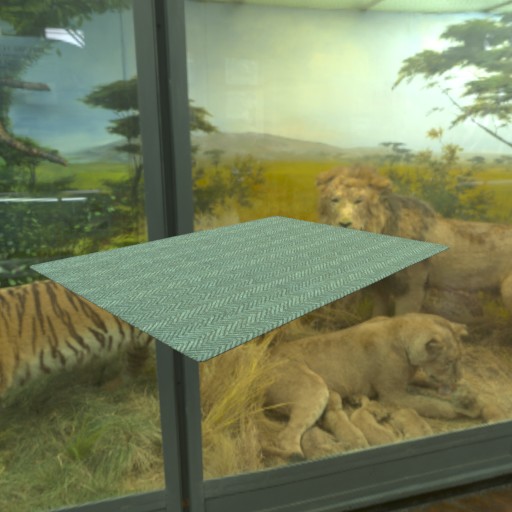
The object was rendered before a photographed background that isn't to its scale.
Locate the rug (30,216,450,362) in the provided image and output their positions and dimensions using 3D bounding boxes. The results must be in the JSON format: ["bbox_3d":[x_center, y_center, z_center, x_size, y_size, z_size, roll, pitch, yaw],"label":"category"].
[{"bbox_3d":[0.000,0.000,5.091,2.894,0.011,3.957,15,22,42],"label":"rug"}]
